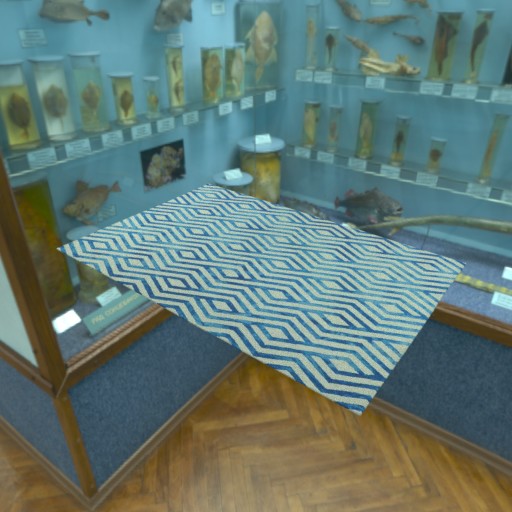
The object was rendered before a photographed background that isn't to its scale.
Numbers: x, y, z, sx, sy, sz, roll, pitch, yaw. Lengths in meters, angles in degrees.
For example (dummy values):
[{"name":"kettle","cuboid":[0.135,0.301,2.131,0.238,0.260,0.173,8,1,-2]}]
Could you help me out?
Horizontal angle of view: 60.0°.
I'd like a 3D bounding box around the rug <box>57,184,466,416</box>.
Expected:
[{"name":"rug","cuboid":[0.000,0.000,2.375,1.830,0.008,1.225,22,37,32]}]
